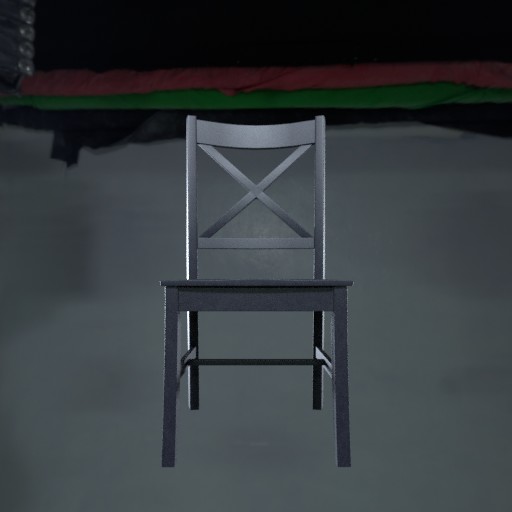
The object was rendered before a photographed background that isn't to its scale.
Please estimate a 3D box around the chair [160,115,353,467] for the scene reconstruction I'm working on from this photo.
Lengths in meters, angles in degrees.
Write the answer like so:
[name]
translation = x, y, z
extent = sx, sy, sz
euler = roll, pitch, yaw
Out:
[chair]
translation = 0.000, 0.000, 1.287
extent = 0.485, 0.983, 0.542
euler = 0, -2, 0
